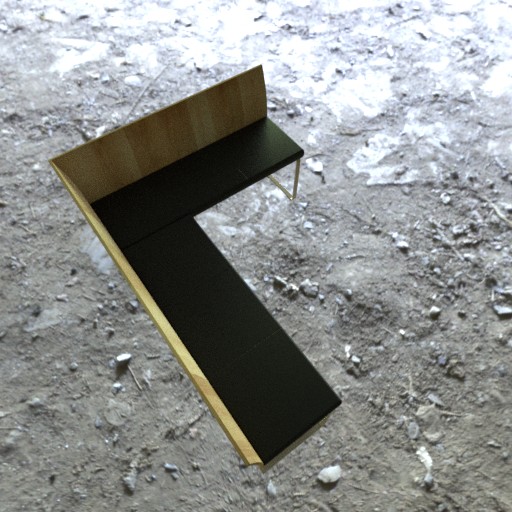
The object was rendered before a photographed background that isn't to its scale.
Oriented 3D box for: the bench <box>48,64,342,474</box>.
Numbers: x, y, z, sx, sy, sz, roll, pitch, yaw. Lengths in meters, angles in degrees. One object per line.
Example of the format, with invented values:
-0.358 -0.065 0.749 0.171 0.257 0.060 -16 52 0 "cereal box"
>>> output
0.000 0.000 2.705 1.495 0.930 1.945 -32 63 -18 "bench"
